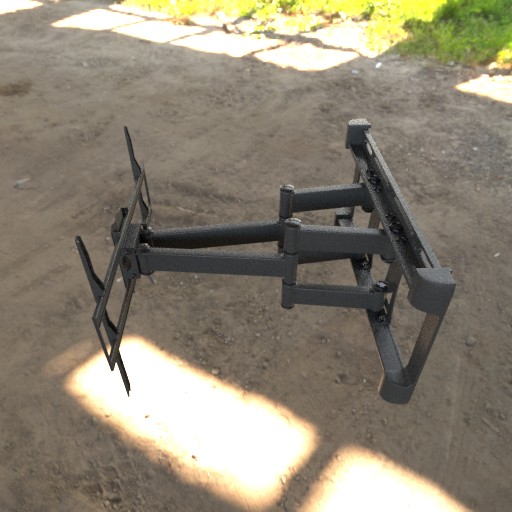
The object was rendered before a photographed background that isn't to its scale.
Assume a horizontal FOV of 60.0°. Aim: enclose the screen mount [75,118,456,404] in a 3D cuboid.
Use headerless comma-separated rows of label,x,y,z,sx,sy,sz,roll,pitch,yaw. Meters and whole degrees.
screen mount,0.000,0.000,0.949,0.556,0.424,0.571,-1,41,-2
